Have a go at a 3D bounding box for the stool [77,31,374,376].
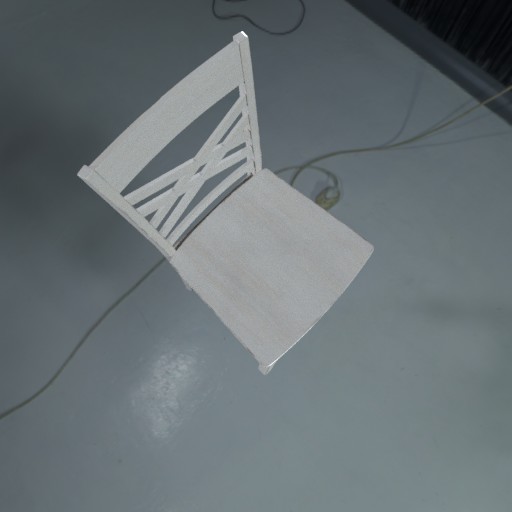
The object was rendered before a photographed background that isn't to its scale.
[{"bbox_3d":[0.000,0.000,1.362,0.539,1.079,0.462,42,78,11],"label":"stool"}]
